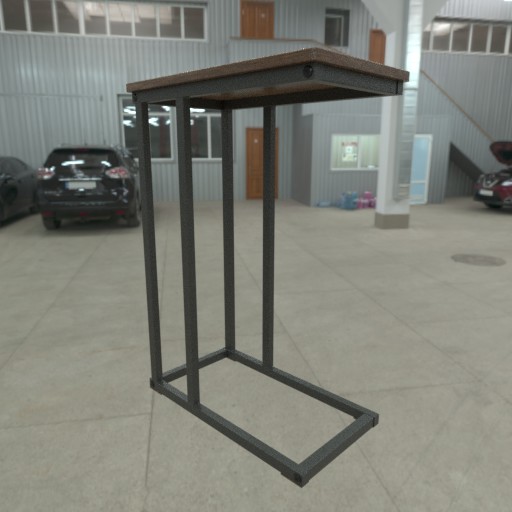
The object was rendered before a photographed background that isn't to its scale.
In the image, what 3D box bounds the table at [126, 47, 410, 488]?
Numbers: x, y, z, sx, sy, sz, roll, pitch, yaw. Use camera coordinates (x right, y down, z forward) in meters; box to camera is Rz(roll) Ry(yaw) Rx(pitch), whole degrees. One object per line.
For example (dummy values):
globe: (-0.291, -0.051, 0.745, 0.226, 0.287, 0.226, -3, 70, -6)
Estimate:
table: (0.000, 0.000, 0.848, 0.450, 0.637, 0.254, 13, 19, 43)
